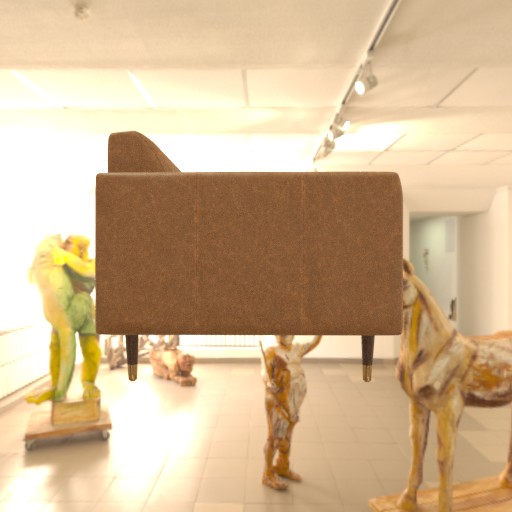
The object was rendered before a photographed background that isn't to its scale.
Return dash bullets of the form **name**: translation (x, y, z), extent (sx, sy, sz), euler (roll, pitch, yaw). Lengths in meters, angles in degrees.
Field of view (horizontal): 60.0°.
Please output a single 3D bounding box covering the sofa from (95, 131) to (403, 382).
- **sofa**: translation (0.000, 0.000, 2.073), extent (0.960, 0.820, 1.549), euler (0, 0, 1)
